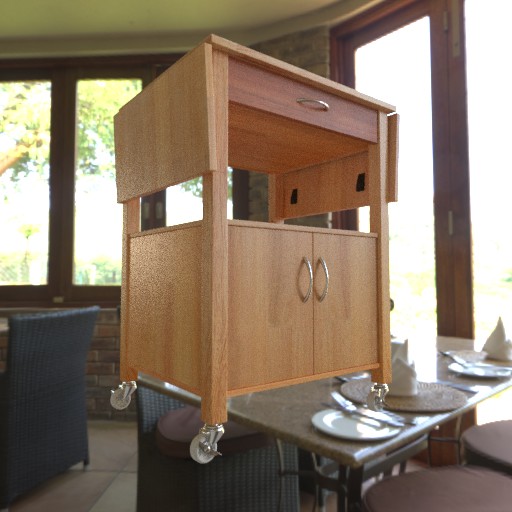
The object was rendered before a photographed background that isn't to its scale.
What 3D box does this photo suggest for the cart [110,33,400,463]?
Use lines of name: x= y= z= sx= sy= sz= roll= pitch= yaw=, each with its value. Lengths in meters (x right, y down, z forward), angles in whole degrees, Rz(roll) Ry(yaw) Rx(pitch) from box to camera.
cart: x=0.000 y=0.000 z=1.233 sx=0.640 sy=0.838 sz=0.508 roll=2 pitch=-3 yaw=-38
